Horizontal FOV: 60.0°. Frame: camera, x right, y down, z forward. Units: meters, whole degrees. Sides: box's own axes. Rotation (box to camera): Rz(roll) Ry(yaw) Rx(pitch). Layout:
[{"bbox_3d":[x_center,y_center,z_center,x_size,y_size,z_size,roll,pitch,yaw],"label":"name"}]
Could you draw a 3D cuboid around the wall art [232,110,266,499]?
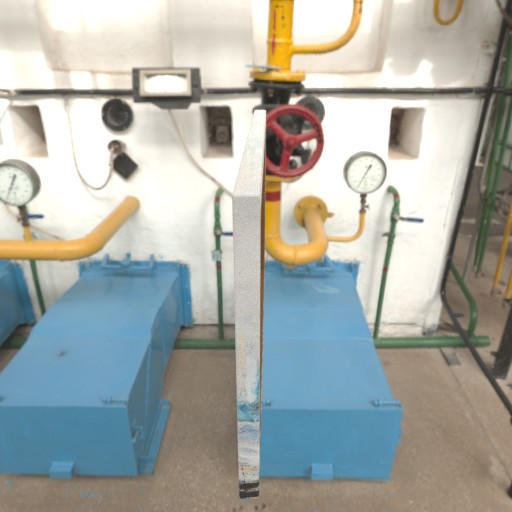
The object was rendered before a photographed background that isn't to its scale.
[{"bbox_3d":[0.000,0.000,1.138,0.038,0.609,0.913,1,25,2],"label":"wall art"}]
